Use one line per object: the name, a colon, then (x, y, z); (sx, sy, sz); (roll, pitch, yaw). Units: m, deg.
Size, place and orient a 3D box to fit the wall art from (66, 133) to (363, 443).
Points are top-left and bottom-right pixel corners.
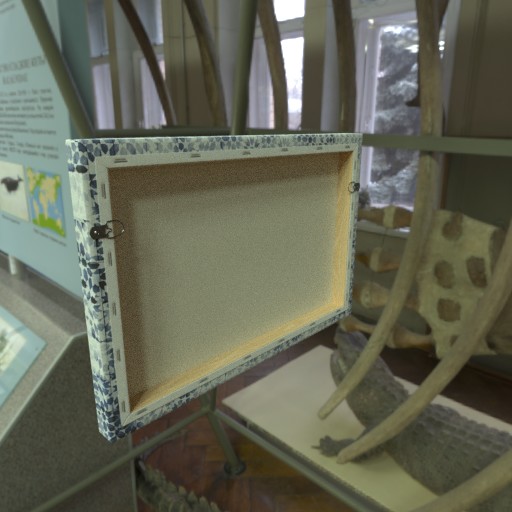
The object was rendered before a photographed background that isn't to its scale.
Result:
wall art: (0.000, 0.000, 1.160); (0.057, 0.608, 0.911); (15, 22, 42)
